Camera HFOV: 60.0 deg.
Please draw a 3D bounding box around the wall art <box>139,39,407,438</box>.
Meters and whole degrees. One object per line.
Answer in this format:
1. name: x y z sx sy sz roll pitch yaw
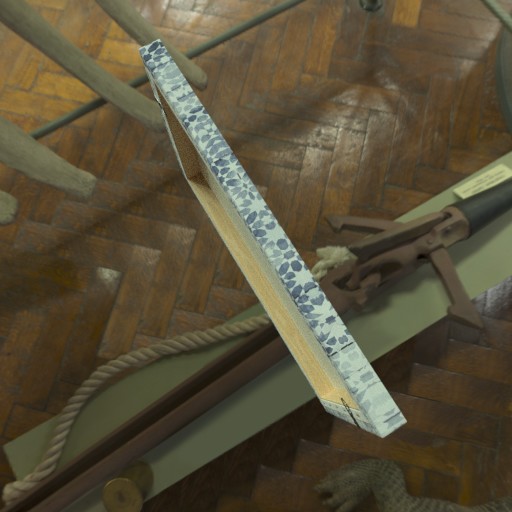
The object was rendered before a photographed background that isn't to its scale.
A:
1. wall art: 0.000 0.000 1.144 0.057 0.608 0.911 -30 77 -8
